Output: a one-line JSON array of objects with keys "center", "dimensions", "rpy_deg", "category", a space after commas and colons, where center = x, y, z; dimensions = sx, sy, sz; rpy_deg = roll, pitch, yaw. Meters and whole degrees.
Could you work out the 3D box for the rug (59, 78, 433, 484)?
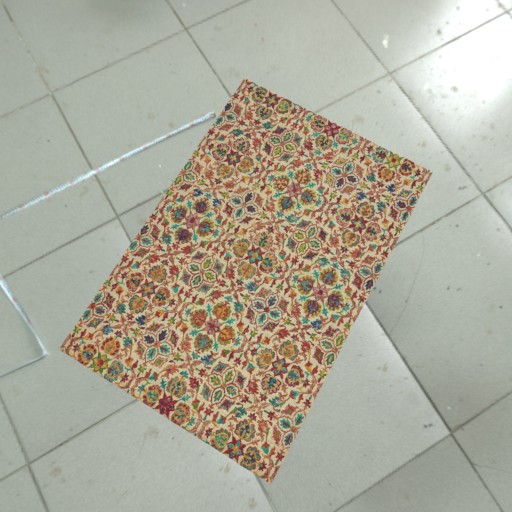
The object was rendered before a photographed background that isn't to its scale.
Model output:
[{"center": [0.000, 0.000, 2.353], "dimensions": [1.226, 0.013, 1.838], "rpy_deg": [29, 77, 8], "category": "rug"}]
